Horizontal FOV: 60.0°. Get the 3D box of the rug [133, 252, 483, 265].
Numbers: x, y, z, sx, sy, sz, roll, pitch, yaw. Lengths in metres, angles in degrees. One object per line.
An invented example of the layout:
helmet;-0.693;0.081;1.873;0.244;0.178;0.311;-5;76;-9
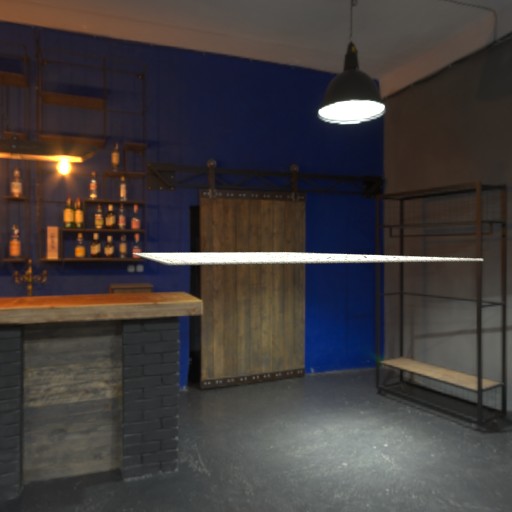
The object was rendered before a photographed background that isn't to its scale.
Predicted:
rug;0.000;0.000;3.075;1.526;0.012;2.444;0;1;-18
